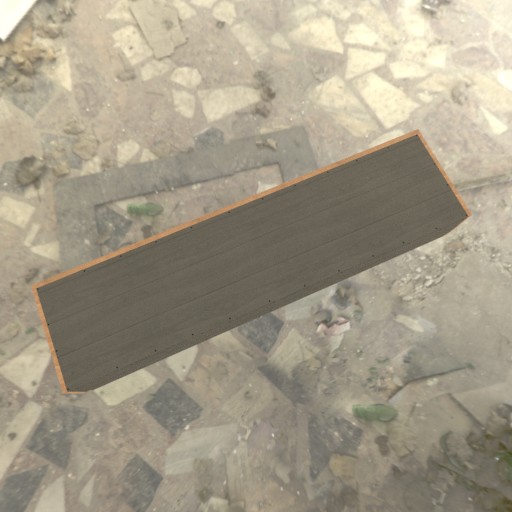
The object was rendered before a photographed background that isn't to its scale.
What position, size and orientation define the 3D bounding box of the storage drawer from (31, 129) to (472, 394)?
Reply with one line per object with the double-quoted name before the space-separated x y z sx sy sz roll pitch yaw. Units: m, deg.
"storage drawer" 0.000 0.000 2.205 2.032 0.264 0.538 -23 74 -7
